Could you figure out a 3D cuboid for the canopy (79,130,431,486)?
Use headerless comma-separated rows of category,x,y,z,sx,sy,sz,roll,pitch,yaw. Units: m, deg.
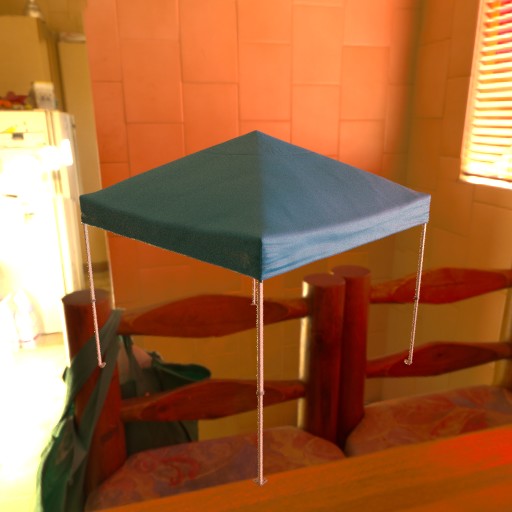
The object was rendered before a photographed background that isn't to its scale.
canopy,0.000,0.000,5.487,2.996,2.997,2.998,15,22,42
